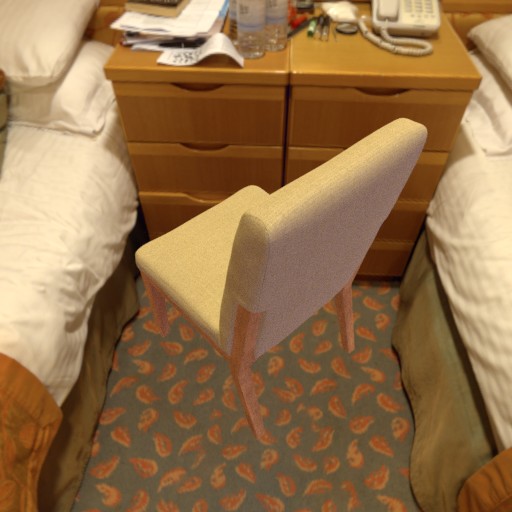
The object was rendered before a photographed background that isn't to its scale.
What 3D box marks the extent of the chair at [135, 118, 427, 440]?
[{"bbox_3d":[0.000,0.000,1.289,0.507,0.911,0.586,-34,55,-28],"label":"chair"}]
